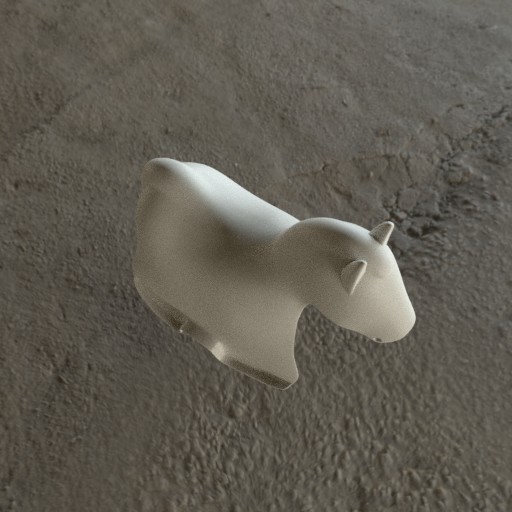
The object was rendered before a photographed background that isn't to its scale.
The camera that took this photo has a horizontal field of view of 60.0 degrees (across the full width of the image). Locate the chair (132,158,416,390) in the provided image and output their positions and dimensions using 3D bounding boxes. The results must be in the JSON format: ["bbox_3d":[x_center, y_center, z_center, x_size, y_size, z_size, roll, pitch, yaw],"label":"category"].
[{"bbox_3d":[0.000,0.000,1.129,0.800,0.612,0.429,32,64,18],"label":"chair"}]
